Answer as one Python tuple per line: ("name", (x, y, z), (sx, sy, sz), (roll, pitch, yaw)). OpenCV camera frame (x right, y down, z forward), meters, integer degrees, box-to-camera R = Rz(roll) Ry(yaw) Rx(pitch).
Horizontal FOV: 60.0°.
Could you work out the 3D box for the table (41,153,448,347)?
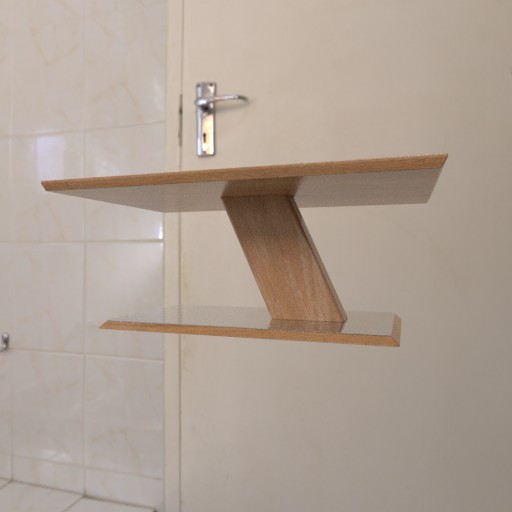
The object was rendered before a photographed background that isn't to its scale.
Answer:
("table", (0.000, 0.000, 1.453), (1.100, 0.441, 0.692), (0, 0, 19))
